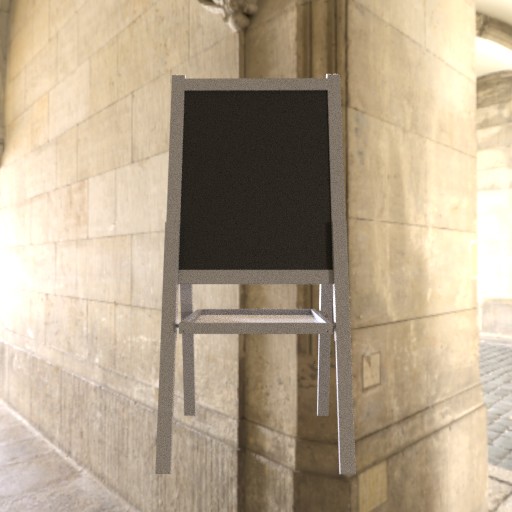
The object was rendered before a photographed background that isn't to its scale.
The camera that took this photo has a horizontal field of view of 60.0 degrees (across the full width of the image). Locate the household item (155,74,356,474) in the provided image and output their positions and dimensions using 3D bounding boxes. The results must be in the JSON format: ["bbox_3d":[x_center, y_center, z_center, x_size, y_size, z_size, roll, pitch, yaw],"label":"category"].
[{"bbox_3d":[0.000,0.000,1.420,0.531,1.172,0.469,0,-1,0],"label":"household item"}]
